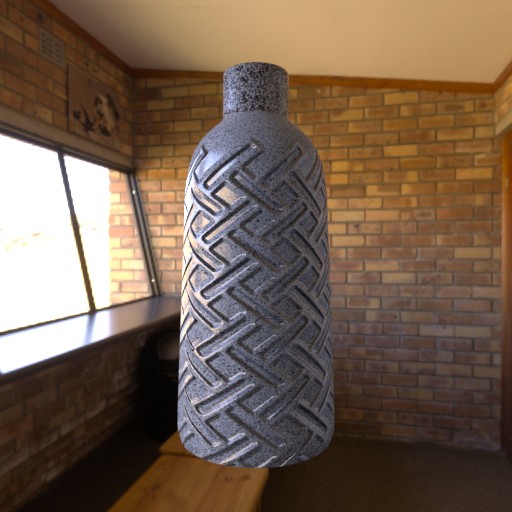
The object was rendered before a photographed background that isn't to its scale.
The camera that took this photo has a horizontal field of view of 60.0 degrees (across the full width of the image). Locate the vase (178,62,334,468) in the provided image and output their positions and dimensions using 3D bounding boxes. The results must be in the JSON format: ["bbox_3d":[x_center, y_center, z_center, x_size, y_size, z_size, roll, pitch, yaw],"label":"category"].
[{"bbox_3d":[0.000,0.000,0.348,0.122,0.282,0.122,0,1,0],"label":"vase"}]
